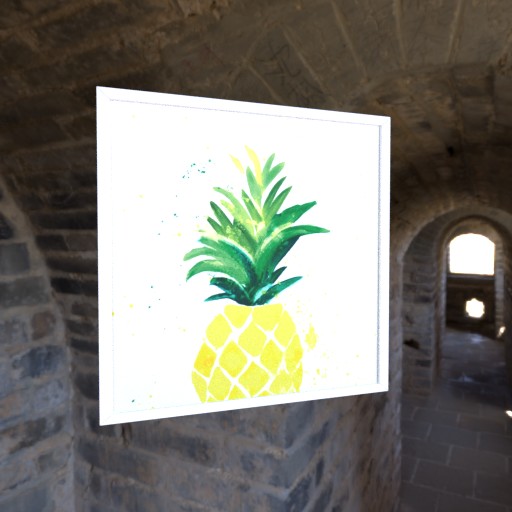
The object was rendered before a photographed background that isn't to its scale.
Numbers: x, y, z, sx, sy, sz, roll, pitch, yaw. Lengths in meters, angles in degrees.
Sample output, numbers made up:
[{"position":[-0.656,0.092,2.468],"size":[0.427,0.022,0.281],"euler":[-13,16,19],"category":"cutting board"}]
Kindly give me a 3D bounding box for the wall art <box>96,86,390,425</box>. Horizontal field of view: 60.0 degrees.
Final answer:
[{"position":[0.000,0.000,0.758],"size":[0.508,0.507,0.035],"euler":[-1,2,-18],"category":"wall art"}]
